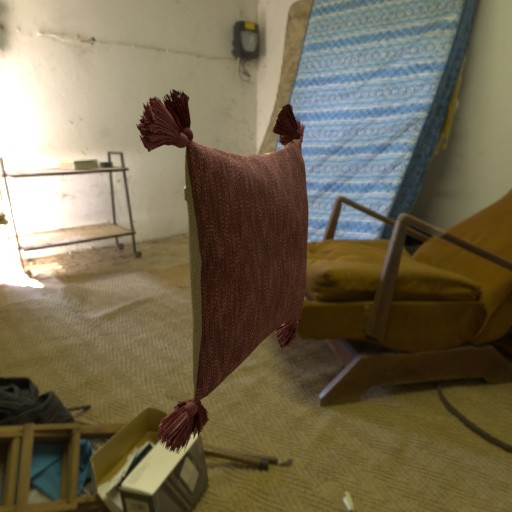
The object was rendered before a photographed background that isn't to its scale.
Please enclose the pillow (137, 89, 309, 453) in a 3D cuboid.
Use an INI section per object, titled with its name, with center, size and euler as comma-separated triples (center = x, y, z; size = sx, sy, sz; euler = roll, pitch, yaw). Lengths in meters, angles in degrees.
[pillow]
center = 0.000, 0.000, 0.965
size = 0.138, 0.659, 0.641
euler = 8, 17, 27
